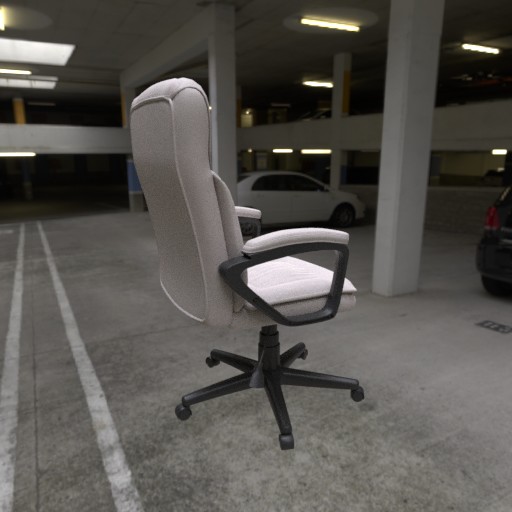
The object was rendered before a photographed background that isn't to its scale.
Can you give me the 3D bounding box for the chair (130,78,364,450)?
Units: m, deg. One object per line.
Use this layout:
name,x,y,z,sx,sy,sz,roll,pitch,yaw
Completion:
chair,0.000,0.000,1.552,0.724,1.105,0.667,-7,15,-27
